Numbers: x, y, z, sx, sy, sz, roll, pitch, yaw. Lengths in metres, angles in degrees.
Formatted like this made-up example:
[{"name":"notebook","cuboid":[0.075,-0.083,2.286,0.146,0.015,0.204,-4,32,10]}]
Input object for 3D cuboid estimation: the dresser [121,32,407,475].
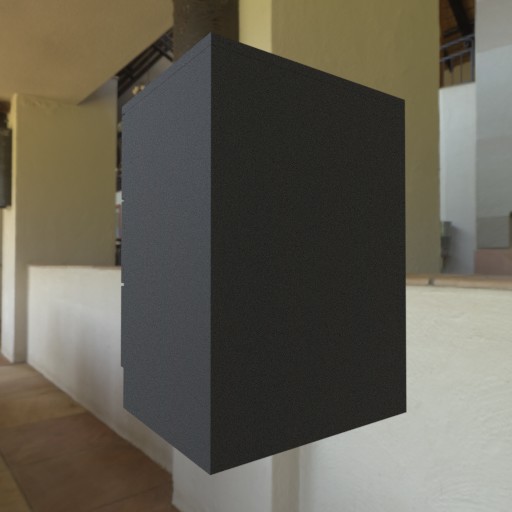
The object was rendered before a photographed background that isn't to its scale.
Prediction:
[{"name":"dresser","cuboid":[0.000,0.000,0.820,0.400,0.560,0.360,1,-1,-36]}]
